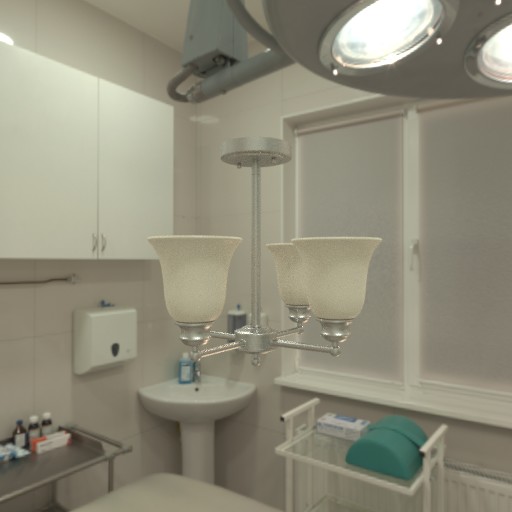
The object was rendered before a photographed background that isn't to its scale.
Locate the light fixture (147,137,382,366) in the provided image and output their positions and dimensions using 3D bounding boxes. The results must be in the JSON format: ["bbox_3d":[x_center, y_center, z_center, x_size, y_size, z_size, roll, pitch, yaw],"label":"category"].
[{"bbox_3d":[0.000,0.000,0.748,0.427,0.370,0.427,0,-1,36],"label":"light fixture"}]
